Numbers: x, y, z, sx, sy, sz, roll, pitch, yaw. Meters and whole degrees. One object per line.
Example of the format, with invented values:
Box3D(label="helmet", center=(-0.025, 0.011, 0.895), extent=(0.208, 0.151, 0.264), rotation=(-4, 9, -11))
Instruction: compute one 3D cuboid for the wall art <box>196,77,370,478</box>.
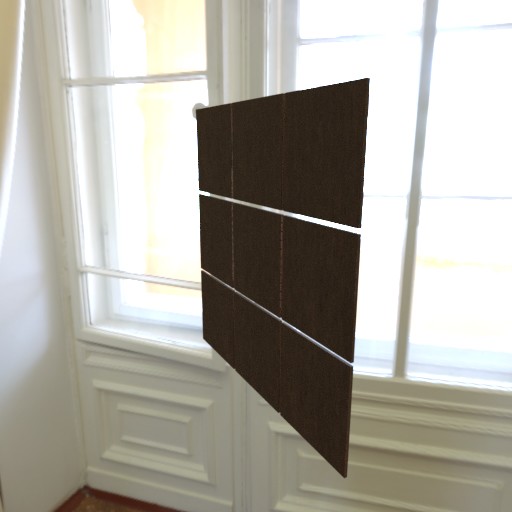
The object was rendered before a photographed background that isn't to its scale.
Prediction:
Box3D(label="wall art", center=(0.000, 0.000, 2.268), extent=(0.014, 1.525, 1.527), rotation=(-8, 16, -28))
